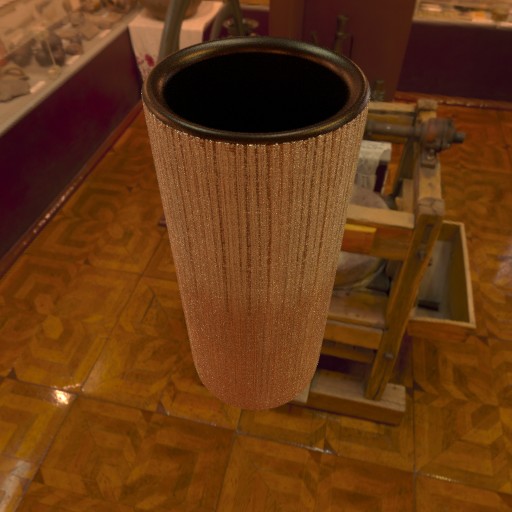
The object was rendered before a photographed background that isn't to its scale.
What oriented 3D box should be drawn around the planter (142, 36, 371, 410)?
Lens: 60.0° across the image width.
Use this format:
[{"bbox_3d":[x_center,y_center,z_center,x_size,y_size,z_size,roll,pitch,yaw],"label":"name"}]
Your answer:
[{"bbox_3d":[0.000,0.000,0.276,0.100,0.227,0.100,11,47,10],"label":"planter"}]
